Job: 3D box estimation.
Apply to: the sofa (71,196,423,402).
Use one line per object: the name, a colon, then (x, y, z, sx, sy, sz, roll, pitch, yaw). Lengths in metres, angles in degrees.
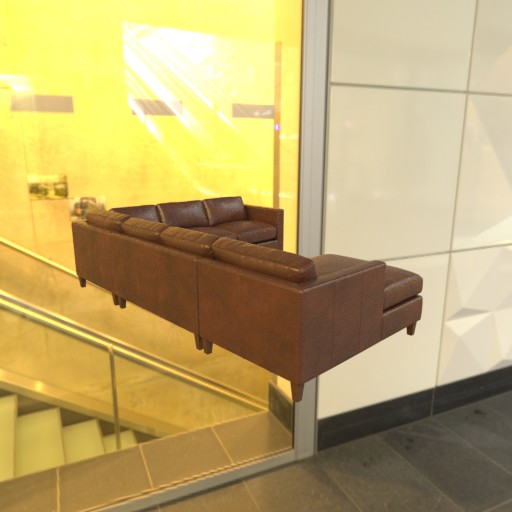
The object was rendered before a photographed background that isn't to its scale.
sofa: (0.000, 0.000, 4.577, 2.452, 0.891, 3.324, -13, 19, -42)
